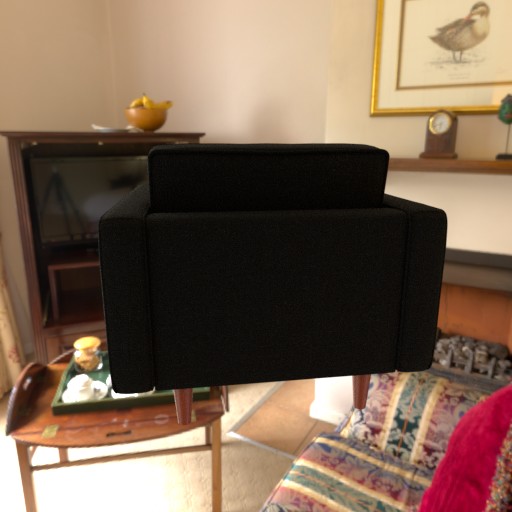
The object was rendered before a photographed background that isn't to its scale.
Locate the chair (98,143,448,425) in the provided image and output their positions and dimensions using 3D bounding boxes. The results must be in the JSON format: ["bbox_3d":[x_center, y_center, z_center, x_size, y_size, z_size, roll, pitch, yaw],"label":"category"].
[{"bbox_3d":[0.000,0.000,1.561,0.899,0.770,0.920,-2,14,-8],"label":"chair"}]
